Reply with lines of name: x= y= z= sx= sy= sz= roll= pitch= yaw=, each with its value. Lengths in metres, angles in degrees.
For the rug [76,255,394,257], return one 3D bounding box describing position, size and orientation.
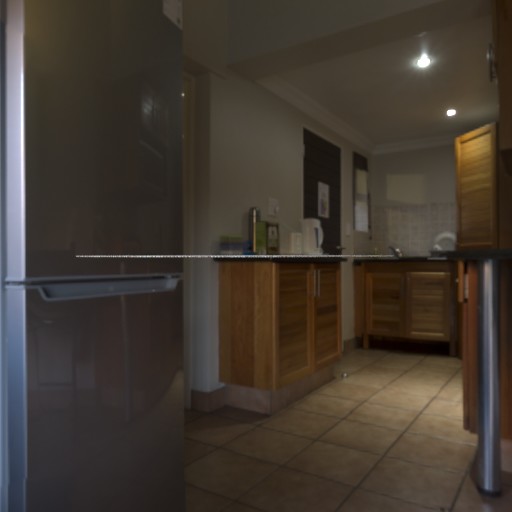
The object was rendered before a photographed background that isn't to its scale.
rug: x=0.000 y=0.000 z=3.050 sx=1.520 sy=0.006 sz=2.432 roll=0 pitch=0 yaw=36
